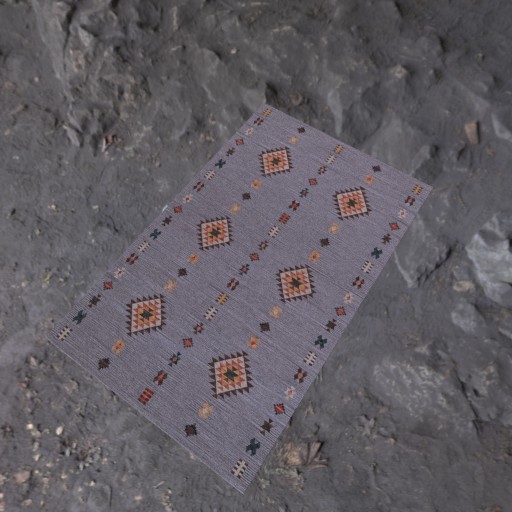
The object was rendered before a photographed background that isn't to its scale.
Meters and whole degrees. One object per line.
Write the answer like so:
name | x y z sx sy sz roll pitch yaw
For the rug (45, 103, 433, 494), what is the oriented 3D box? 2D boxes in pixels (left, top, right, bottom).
rug | 0.000 0.000 3.018 1.515 0.007 2.427 31 67 15
